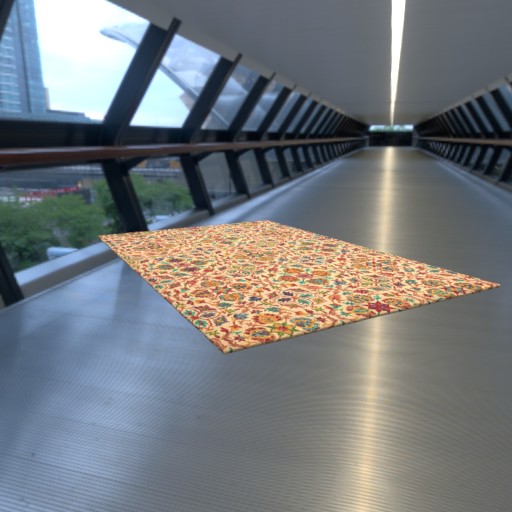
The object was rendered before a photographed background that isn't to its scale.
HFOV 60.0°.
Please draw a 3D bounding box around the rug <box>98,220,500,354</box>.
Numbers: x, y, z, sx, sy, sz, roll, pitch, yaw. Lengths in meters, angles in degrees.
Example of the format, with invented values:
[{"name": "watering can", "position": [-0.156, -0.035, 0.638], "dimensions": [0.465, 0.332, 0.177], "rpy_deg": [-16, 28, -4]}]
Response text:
[{"name": "rug", "position": [0.000, 0.000, 2.266], "dimensions": [1.226, 0.013, 1.838], "rpy_deg": [-8, 16, -28]}]
